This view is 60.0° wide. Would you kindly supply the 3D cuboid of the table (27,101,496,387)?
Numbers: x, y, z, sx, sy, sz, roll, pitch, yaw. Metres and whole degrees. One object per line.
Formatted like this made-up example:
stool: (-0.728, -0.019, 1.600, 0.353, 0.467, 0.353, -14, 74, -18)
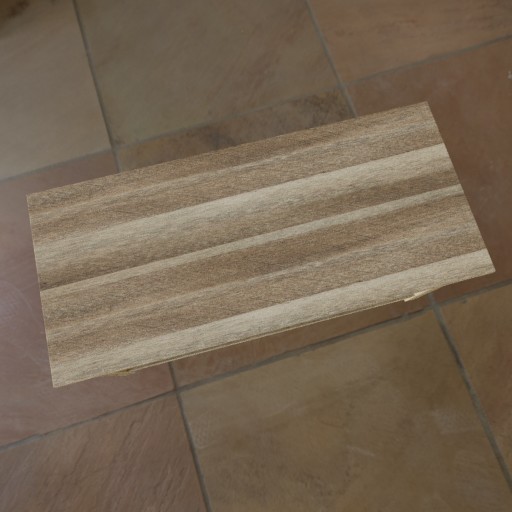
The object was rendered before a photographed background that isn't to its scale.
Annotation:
table: (0.000, 0.000, 1.350, 1.095, 0.480, 0.493, -14, 76, -4)
